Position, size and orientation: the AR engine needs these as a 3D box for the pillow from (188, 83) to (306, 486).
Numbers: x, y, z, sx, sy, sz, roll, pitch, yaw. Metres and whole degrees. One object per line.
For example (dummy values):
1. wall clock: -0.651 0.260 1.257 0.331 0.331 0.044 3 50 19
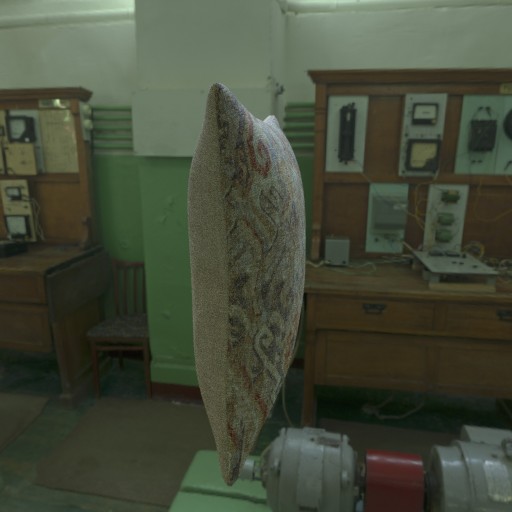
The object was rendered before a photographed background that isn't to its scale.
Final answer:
1. pillow: 0.000 0.000 0.776 0.166 0.506 0.523 2 14 9
